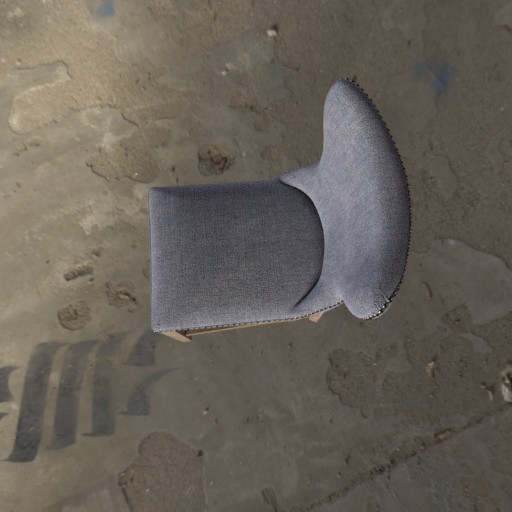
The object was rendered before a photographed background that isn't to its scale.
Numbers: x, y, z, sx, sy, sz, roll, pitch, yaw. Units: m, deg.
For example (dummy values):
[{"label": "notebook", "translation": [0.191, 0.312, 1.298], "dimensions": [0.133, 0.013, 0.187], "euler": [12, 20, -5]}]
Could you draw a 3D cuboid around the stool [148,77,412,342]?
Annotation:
[{"label": "stool", "translation": [0.000, 0.000, 1.309], "dimensions": [0.608, 0.981, 0.498], "euler": [-5, 76, -1]}]
